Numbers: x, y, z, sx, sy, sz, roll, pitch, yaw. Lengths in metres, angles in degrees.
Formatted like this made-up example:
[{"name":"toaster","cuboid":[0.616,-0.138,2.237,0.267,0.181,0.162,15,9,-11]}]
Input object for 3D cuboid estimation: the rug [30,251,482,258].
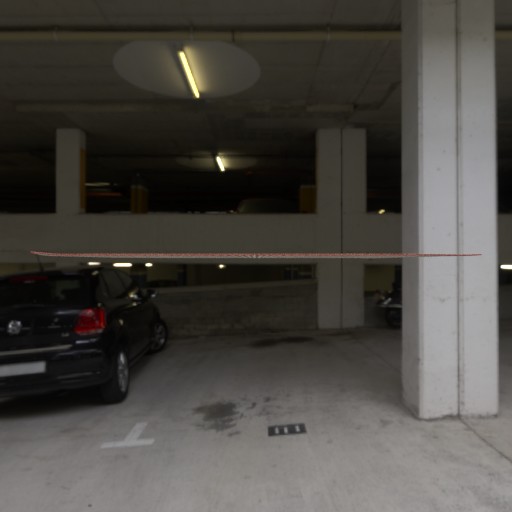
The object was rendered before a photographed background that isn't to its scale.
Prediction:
[{"name":"rug","cuboid":[0.000,0.000,4.249,3.086,0.030,2.489,0,-1,0]}]
